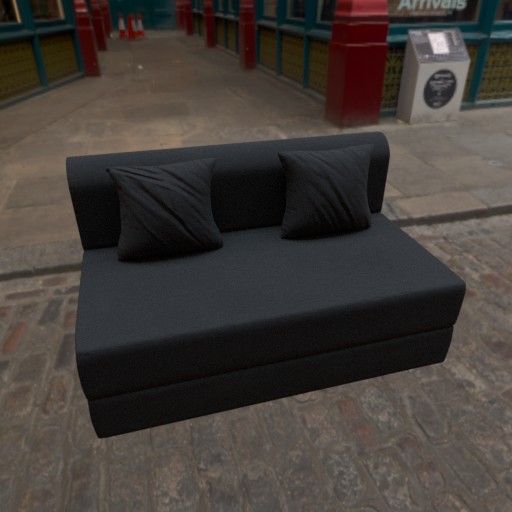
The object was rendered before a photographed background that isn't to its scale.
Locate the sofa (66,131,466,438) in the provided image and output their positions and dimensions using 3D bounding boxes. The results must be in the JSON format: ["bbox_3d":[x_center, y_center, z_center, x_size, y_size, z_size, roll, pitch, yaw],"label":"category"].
[{"bbox_3d":[0.000,0.000,1.614,1.225,0.670,0.762,-8,32,-13],"label":"sofa"}]
